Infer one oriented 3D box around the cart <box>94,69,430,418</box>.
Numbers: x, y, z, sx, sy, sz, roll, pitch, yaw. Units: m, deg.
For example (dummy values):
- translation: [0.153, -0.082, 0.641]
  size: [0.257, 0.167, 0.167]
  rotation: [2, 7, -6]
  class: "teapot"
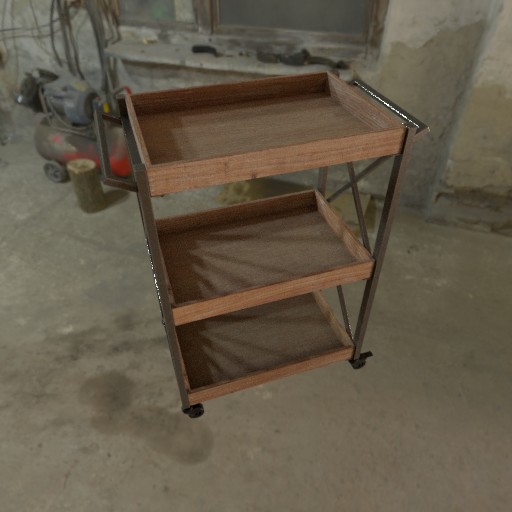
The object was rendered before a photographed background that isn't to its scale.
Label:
- translation: [0.000, 0.000, 1.230]
  size: [0.673, 0.835, 0.377]
  rotation: [-12, 42, -14]
  class: "cart"
